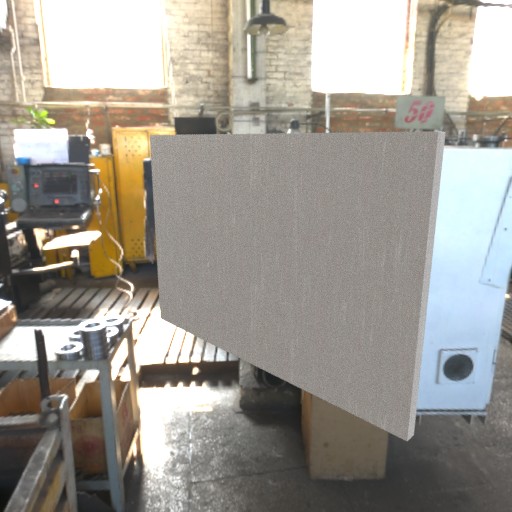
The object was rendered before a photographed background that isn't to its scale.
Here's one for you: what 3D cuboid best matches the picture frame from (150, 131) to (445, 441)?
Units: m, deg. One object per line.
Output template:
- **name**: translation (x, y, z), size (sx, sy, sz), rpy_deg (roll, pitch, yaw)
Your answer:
- **picture frame**: translation (0.000, 0.000, 1.205), size (0.029, 0.640, 0.950), rpy_deg (-14, 20, -43)
